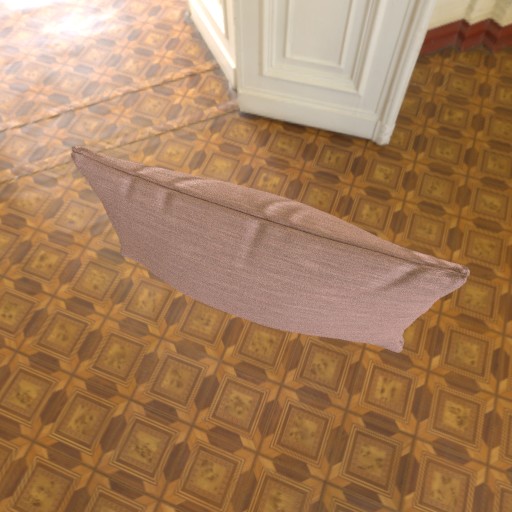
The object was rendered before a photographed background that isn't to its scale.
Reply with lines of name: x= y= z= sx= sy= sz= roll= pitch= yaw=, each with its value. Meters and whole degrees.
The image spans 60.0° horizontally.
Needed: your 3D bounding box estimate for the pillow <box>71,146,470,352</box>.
pillow: x=0.000 y=0.000 z=0.802 sx=0.633 sy=0.338 sz=0.210 roll=18 pitch=63 yaw=10
